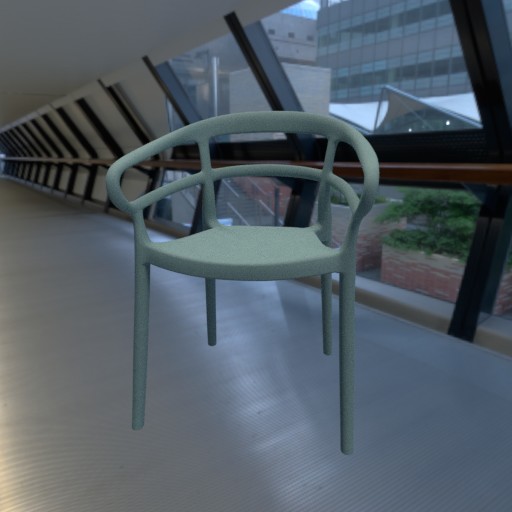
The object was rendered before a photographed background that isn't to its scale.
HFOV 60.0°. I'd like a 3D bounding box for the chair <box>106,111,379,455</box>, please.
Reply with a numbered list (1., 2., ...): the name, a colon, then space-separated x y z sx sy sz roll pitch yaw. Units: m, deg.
1. chair: 0.000 0.000 1.159 0.559 0.761 0.527 2 14 10
